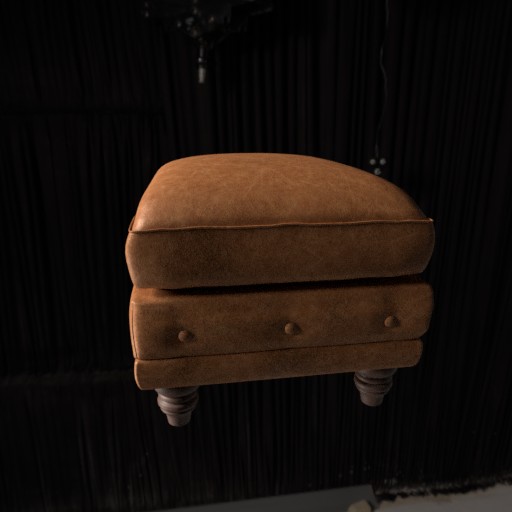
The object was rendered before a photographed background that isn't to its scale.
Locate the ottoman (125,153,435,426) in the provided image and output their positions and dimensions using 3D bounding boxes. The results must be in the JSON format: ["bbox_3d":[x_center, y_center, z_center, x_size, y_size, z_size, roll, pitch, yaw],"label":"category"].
[{"bbox_3d":[0.000,0.000,1.074,0.533,0.480,0.710,-3,16,-9],"label":"ottoman"}]
